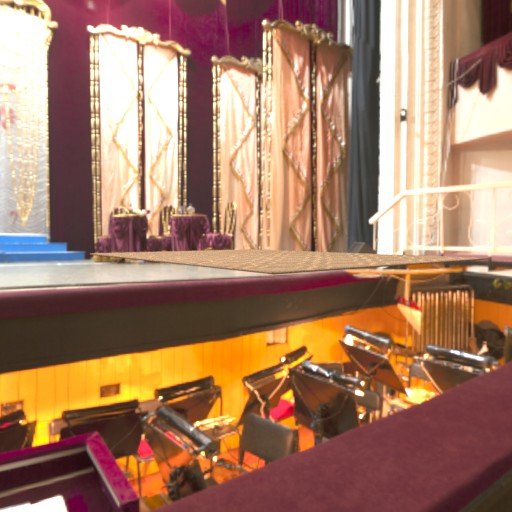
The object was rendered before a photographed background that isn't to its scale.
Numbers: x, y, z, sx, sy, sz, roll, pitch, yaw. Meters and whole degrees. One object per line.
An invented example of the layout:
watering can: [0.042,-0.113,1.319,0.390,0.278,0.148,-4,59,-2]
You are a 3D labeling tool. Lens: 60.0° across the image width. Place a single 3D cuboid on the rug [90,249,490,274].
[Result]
rug: [0.000,0.000,2.215,1.141,0.015,1.749,-2,3,-36]
